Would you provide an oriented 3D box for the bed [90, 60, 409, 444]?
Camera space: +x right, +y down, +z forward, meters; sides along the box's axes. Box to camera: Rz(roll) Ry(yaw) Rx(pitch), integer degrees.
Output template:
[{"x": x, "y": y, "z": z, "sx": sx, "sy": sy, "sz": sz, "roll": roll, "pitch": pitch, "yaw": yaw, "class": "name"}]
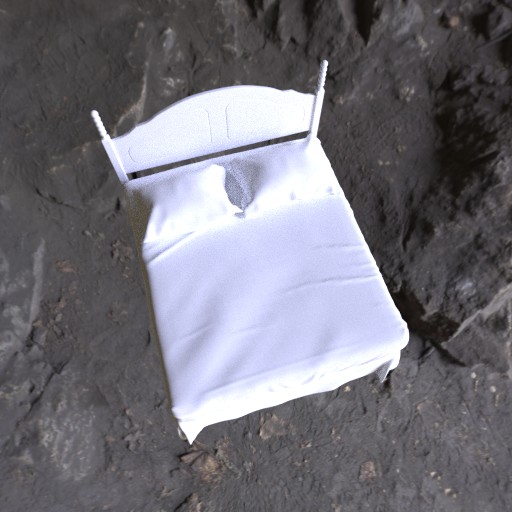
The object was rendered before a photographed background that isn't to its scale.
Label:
[{"x": 0.000, "y": 0.000, "z": 3.166, "sx": 1.873, "sy": 1.356, "sz": 2.040, "roll": -15, "pitch": 65, "yaw": -7, "class": "bed"}]
